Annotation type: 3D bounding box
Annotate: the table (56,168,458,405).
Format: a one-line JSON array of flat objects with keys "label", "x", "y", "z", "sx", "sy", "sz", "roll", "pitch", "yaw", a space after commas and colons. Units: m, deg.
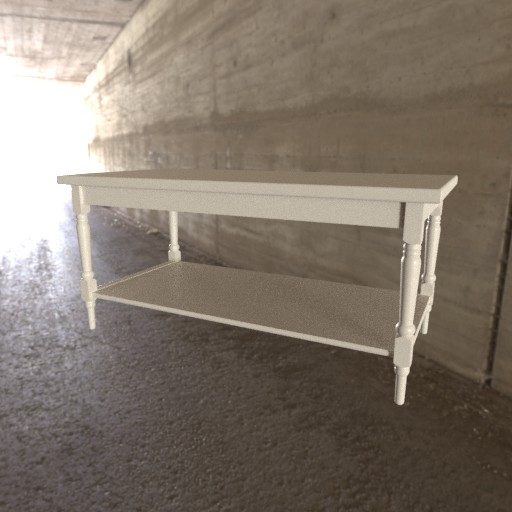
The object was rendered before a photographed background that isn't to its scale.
[{"label": "table", "x": 0.000, "y": 0.000, "z": 1.421, "sx": 1.107, "sy": 0.510, "sz": 0.550, "roll": 7, "pitch": 15, "yaw": 26}]
